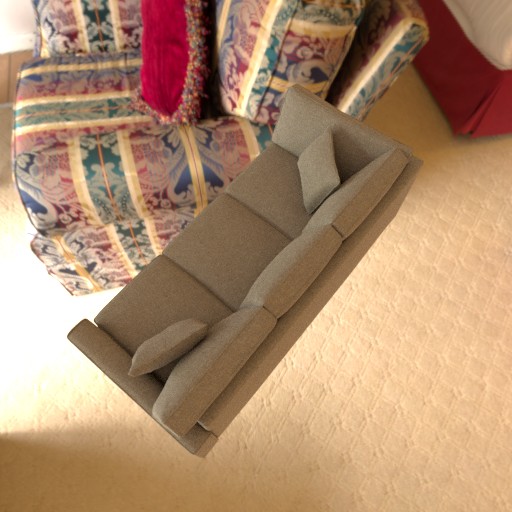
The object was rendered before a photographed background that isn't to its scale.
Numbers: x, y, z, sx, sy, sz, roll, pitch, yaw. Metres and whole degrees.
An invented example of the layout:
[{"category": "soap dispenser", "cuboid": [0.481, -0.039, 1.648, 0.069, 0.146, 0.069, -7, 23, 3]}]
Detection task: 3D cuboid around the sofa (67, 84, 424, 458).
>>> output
[{"category": "sofa", "cuboid": [0.000, 0.000, 2.952, 1.061, 0.962, 2.317, 36, 69, 16]}]
